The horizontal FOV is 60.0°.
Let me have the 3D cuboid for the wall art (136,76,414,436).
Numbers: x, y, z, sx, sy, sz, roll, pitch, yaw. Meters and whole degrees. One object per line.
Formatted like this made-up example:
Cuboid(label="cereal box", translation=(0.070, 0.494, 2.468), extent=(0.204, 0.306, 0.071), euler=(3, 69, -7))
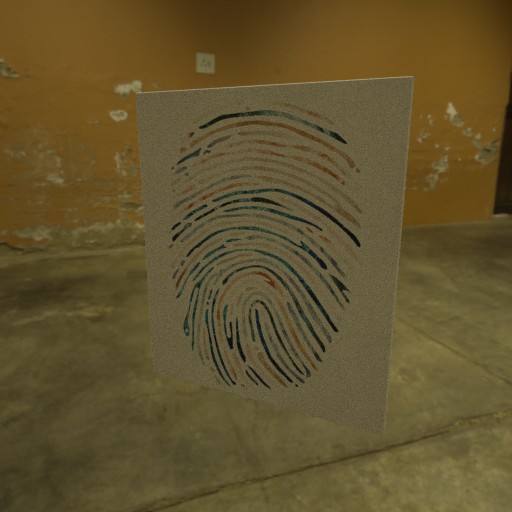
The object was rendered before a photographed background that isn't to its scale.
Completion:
Cuboid(label="wall art", translation=(0.000, 0.000, 0.987), extent=(0.609, 0.710, 0.021), euler=(7, 16, 26))
